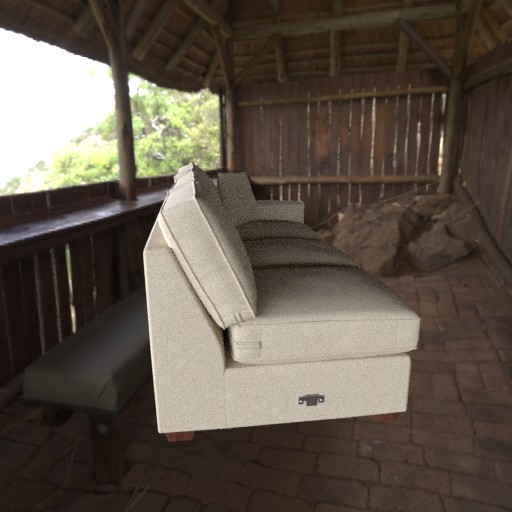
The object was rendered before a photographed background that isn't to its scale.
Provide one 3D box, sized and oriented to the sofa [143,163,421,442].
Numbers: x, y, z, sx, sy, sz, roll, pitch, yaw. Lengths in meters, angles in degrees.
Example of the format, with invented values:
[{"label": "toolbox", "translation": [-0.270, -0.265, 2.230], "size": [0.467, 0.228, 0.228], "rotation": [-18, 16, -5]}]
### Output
[{"label": "sofa", "translation": [0.000, 0.000, 2.526], "size": [1.034, 0.946, 1.963], "rotation": [-2, 15, -8]}]
